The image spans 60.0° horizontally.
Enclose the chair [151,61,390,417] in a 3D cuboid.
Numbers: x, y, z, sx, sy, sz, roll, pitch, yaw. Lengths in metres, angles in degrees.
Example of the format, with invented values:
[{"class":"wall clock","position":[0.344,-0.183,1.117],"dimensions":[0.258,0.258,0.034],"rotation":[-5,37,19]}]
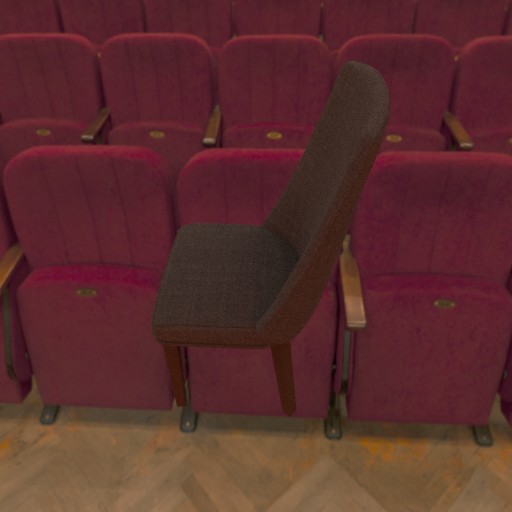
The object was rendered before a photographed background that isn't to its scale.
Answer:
[{"class":"chair","position":[0.000,0.000,1.330],"dimensions":[0.577,1.050,0.510],"rotation":[2,42,2]}]
